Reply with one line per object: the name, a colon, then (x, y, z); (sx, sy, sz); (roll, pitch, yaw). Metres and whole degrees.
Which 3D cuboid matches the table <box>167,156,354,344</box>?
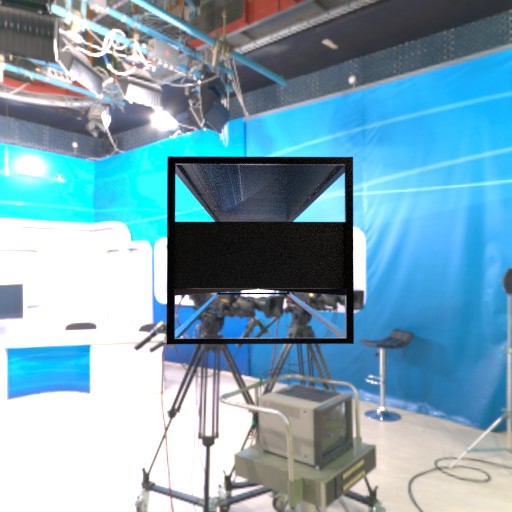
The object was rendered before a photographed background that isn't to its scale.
table: (0.000, 0.000, 1.676); (0.399, 0.395, 1.486); (0, -1, -1)
